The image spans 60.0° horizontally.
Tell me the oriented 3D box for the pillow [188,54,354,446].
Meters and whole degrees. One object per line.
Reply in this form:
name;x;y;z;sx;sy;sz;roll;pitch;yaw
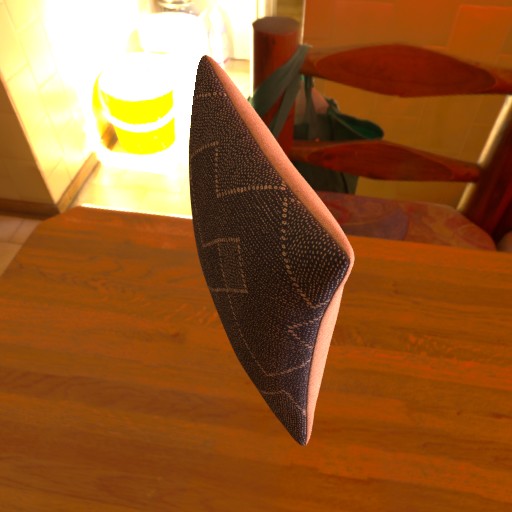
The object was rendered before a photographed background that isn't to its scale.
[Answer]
pillow;0.000;0.000;0.665;0.148;0.428;0.435;-16;50;-14
